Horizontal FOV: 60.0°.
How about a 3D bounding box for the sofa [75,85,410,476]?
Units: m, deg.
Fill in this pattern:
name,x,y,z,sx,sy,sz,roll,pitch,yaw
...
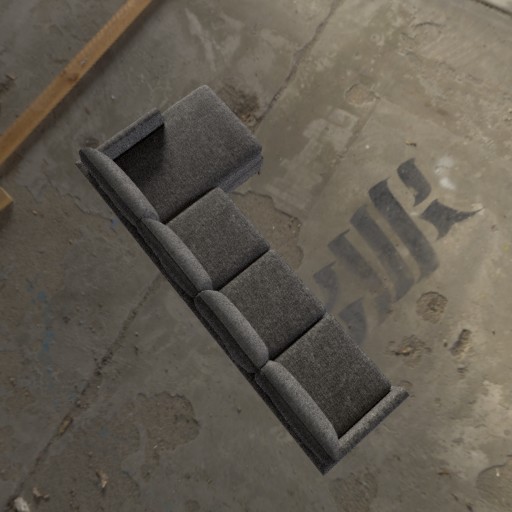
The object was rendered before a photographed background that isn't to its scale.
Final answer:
name,x,y,z,sx,sy,sz,roll,pitch,yaw
sofa,0.000,0.000,4.008,1.488,0.970,3.384,-39,79,-9
